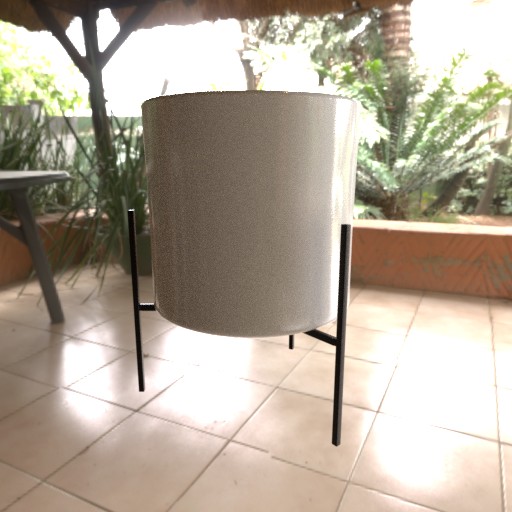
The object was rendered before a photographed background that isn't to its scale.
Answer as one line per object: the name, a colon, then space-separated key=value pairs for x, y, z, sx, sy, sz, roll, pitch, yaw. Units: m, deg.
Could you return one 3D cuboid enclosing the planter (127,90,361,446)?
planter: x=0.000 y=0.000 z=0.744 sx=0.360 sy=0.480 sz=0.361 roll=6 pitch=14 yaw=25
